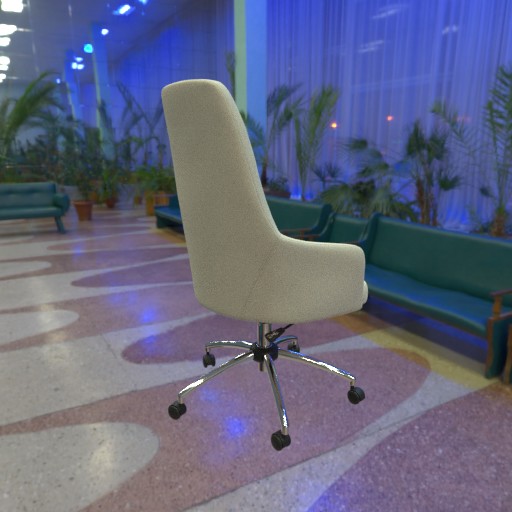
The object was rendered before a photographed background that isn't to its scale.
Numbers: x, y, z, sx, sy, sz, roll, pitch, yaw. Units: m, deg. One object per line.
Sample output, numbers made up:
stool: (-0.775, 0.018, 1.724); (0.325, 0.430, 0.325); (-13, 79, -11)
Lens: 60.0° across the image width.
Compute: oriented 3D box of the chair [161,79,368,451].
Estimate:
chair: (0.000, 0.000, 1.475); (0.640, 1.049, 0.620); (-8, 17, -27)
